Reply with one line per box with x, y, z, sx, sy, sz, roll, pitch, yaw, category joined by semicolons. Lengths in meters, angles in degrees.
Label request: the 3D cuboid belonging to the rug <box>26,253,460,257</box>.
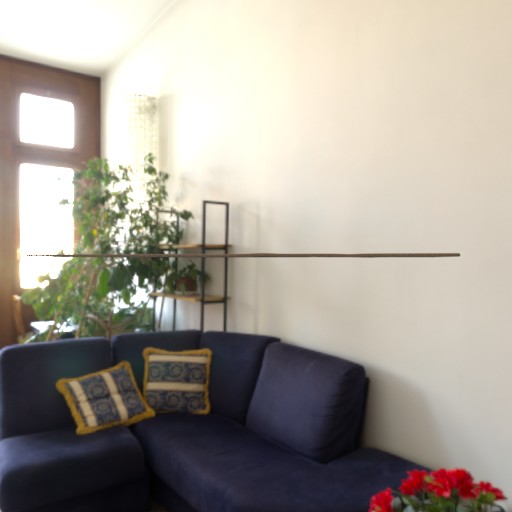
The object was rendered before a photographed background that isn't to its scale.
0.000;0.000;2.925;2.290;0.021;1.540;0;0;18;rug
